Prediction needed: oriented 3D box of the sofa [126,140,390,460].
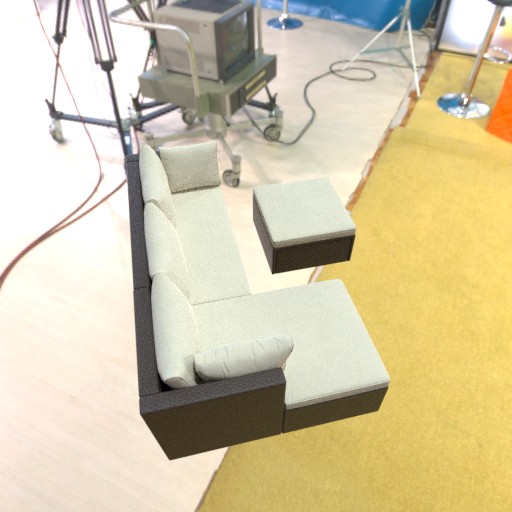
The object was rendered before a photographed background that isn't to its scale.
[{"bbox_3d":[0.000,0.000,3.074,1.612,0.766,2.192,-10,47,-9],"label":"sofa"}]
